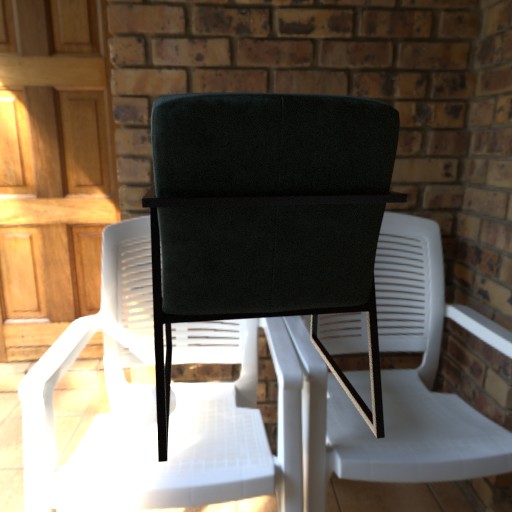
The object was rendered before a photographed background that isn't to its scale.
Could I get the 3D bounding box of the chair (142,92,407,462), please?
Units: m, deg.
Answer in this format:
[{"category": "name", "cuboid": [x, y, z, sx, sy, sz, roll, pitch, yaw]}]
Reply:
[{"category": "chair", "cuboid": [0.000, 0.000, 1.290, 0.571, 0.833, 0.677, -2, 14, -9]}]
